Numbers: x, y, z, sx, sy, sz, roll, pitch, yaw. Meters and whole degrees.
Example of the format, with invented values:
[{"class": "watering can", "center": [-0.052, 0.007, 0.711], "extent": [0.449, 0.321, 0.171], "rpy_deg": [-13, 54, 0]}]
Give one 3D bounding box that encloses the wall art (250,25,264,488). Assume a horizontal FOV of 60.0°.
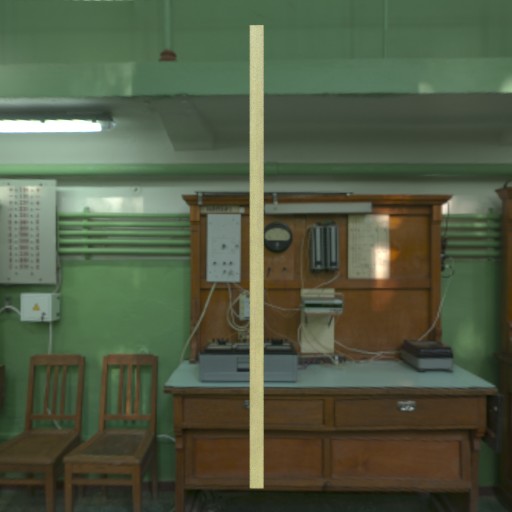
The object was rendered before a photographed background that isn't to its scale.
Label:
[{"class": "wall art", "center": [0.000, 0.000, 1.358], "extent": [0.030, 1.002, 0.798], "rpy_deg": [0, 1, 0]}]
